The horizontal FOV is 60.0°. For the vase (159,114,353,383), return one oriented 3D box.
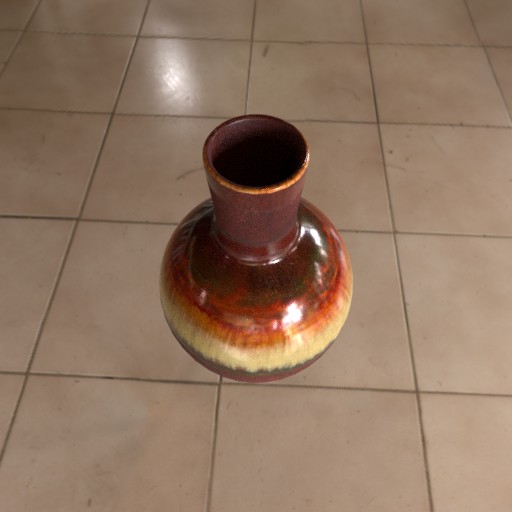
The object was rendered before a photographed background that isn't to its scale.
[{"bbox_3d":[0.000,0.000,0.234,0.111,0.154,0.111,0,58,0],"label":"vase"}]
